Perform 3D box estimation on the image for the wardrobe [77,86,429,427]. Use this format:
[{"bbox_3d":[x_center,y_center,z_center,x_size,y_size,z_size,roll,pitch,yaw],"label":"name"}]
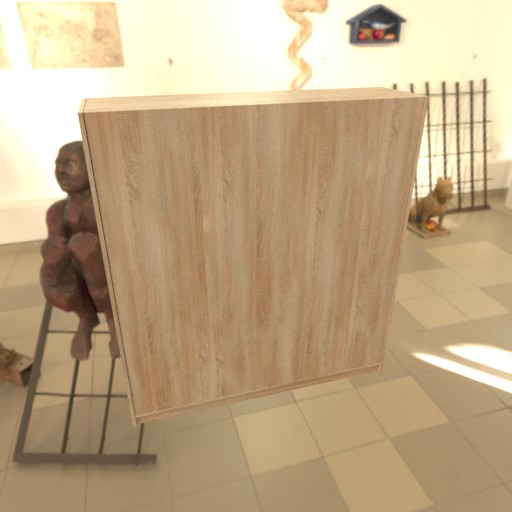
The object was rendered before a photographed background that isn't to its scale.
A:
[{"bbox_3d":[0.000,0.000,3.166,1.998,2.159,0.598,-8,28,-15],"label":"wardrobe"}]
